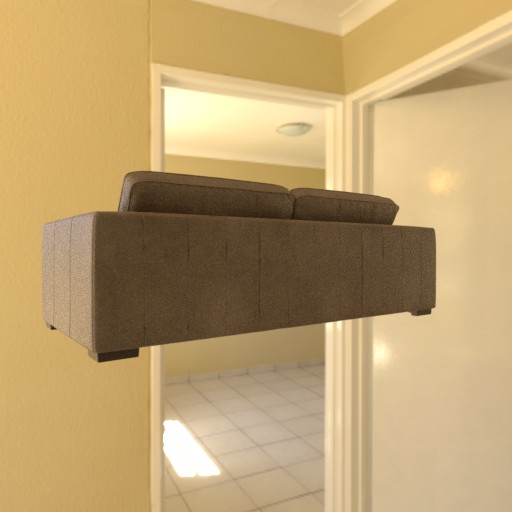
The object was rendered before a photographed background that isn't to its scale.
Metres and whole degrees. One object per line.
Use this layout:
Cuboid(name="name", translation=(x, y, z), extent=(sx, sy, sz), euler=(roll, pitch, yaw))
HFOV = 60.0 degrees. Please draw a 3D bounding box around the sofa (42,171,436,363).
Cuboid(name="sofa", translation=(0.000, 0.000, 2.742), extent=(2.262, 0.801, 1.070), euler=(-1, 1, -36))
